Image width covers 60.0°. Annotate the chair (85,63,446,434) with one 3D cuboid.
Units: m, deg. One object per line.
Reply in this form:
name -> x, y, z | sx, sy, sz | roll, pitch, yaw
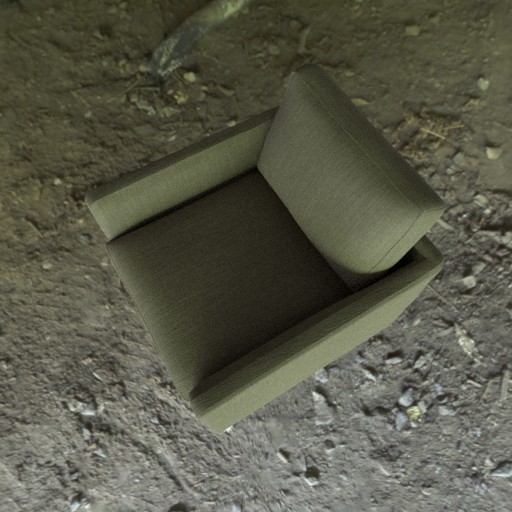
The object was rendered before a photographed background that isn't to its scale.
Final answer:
chair -> 0.000, 0.000, 1.458 | 0.834, 0.811, 0.763 | -29, 68, -13
